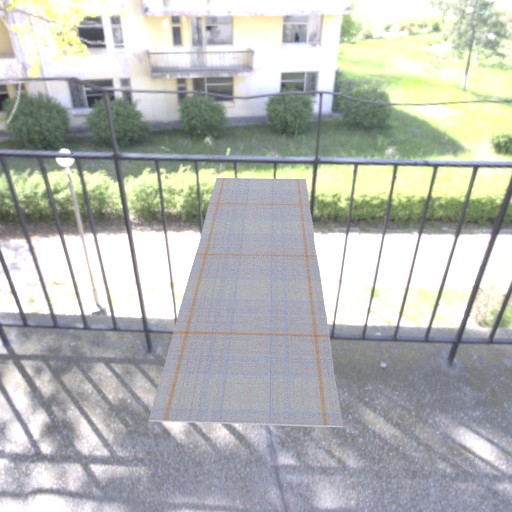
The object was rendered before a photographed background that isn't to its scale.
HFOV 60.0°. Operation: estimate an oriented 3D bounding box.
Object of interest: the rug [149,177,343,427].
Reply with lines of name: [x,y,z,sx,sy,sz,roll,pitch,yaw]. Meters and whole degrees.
rug: [0.000,0.000,2.770,0.770,0.016,2.442,1,33,2]
